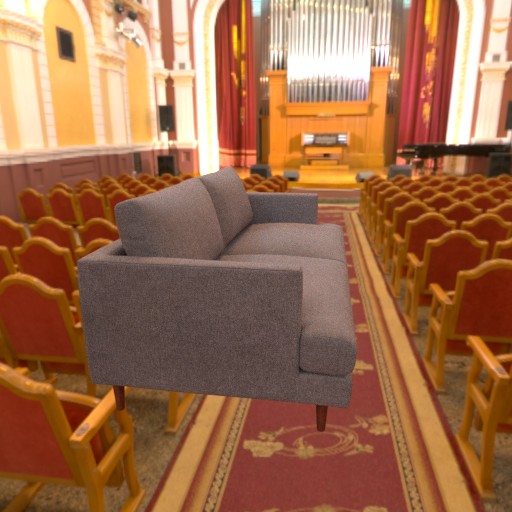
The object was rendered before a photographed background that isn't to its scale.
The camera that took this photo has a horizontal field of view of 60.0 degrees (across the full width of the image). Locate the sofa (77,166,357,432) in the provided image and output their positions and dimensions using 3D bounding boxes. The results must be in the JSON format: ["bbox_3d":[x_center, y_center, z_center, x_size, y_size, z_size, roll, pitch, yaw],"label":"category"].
[{"bbox_3d":[0.000,0.000,2.496,1.020,0.868,1.948,3,16,9],"label":"sofa"}]
